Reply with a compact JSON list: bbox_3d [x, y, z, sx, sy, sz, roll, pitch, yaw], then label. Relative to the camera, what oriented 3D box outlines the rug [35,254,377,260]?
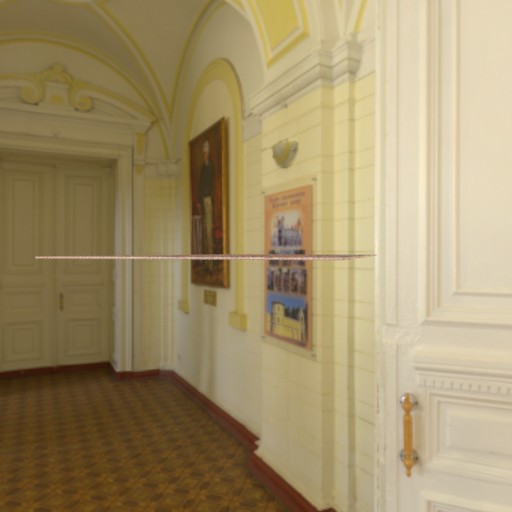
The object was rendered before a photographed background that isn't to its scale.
[{"bbox_3d":[0.000,0.000,3.131,1.533,0.011,2.439,0,0,18],"label":"rug"}]
